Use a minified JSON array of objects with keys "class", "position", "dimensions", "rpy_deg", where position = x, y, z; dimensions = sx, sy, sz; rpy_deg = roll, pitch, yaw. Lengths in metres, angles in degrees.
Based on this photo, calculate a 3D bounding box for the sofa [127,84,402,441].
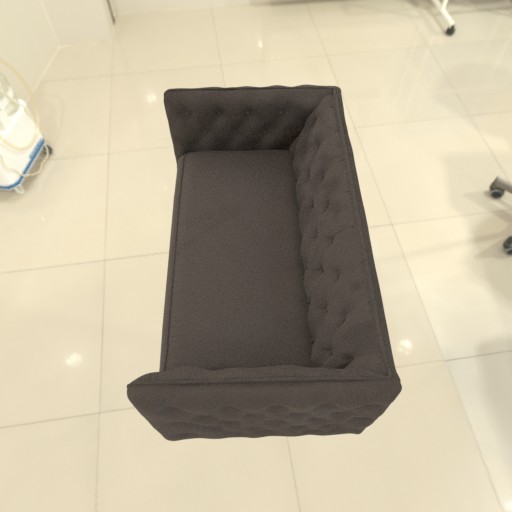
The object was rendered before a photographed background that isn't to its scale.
[{"class":"sofa","position":[0.000,0.000,2.128],"dimensions":[0.909,0.810,1.583],"rpy_deg":[-1,58,-1]}]
